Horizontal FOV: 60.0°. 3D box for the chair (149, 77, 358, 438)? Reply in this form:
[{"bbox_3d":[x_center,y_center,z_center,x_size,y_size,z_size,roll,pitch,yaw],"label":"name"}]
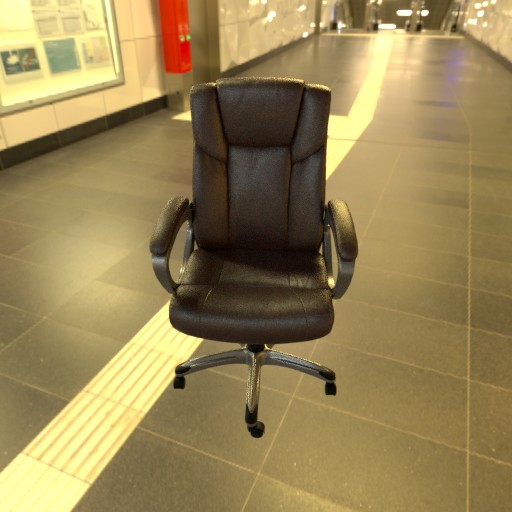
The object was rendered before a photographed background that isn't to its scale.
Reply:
[{"bbox_3d":[0.000,0.000,1.611,0.656,1.128,0.692,2,31,3],"label":"chair"}]
